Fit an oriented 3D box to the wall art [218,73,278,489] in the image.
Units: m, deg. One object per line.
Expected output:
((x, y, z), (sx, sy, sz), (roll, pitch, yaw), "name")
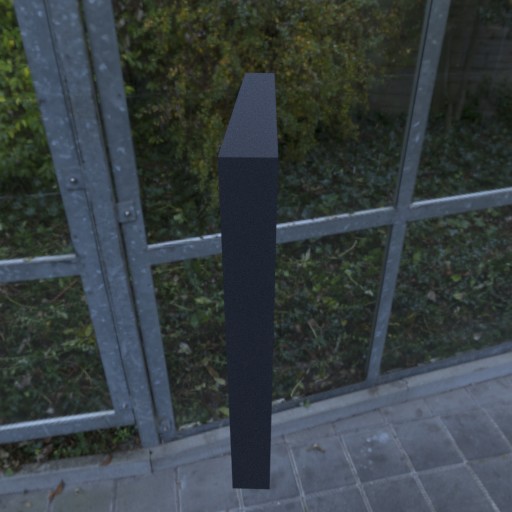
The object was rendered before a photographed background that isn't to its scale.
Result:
((0.000, 0.000, 0.451), (0.033, 0.304, 0.305), (1, 30, 1), "wall art")
